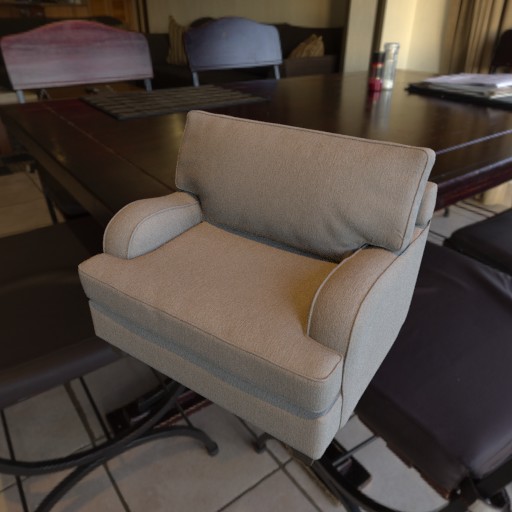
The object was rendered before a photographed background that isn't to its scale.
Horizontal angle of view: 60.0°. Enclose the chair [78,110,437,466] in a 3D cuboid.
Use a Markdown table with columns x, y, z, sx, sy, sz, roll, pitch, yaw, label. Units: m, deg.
| x | y | z | sx | sy | sz | roll | pitch | yaw | label |
| --- | --- | --- | --- | --- | --- | --- | --- | --- | --- |
| 0.000 | 0.000 | 1.956 | 1.220 | 1.016 | 1.041 | 19 | 35 | 29 | chair |
